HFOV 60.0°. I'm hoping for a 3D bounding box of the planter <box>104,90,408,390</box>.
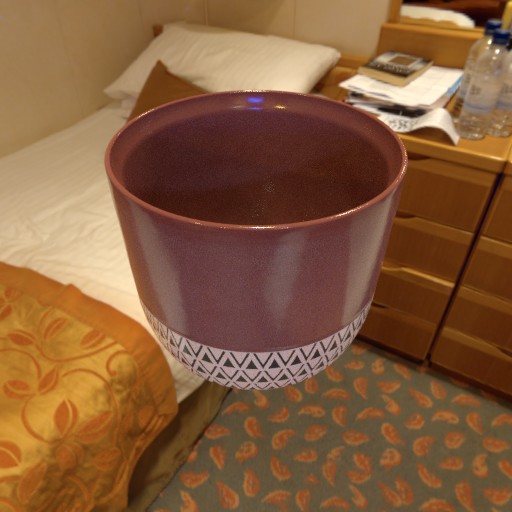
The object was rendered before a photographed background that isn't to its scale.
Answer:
[{"bbox_3d":[0.000,0.000,0.486,0.266,0.270,0.266,0,40,0],"label":"planter"}]
